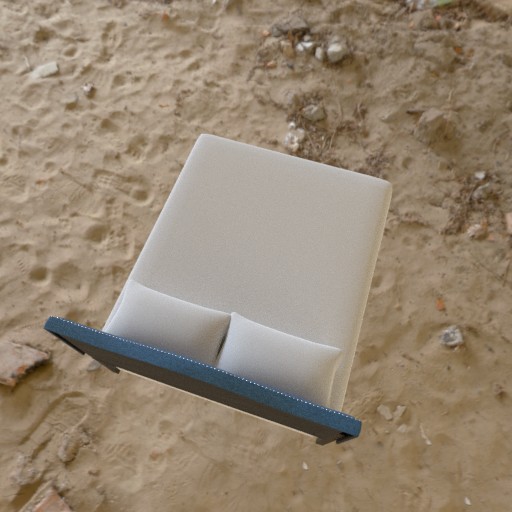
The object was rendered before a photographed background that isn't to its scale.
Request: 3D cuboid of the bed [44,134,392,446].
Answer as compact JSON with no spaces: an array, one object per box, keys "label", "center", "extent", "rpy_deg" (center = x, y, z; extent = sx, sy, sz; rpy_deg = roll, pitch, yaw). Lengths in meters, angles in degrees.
[{"label":"bed","center":[0.000,0.000,2.898],"extent":[1.610,1.169,1.872],"rpy_deg":[17,65,8]}]
